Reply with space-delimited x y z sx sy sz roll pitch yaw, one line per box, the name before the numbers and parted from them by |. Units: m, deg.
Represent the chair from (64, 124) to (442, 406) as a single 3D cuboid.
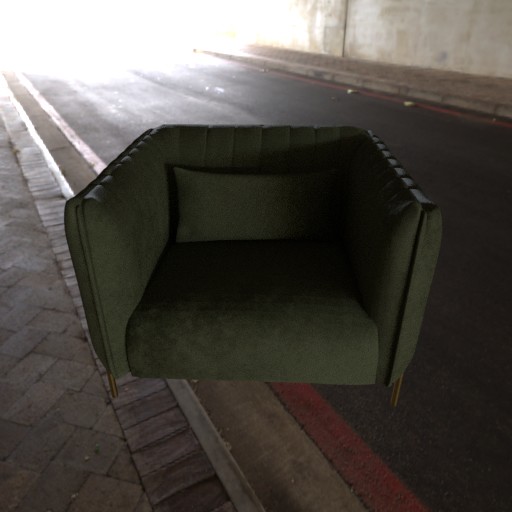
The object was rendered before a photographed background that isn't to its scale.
chair | 0.000 0.000 1.642 1.032 0.794 0.877 1 30 2
